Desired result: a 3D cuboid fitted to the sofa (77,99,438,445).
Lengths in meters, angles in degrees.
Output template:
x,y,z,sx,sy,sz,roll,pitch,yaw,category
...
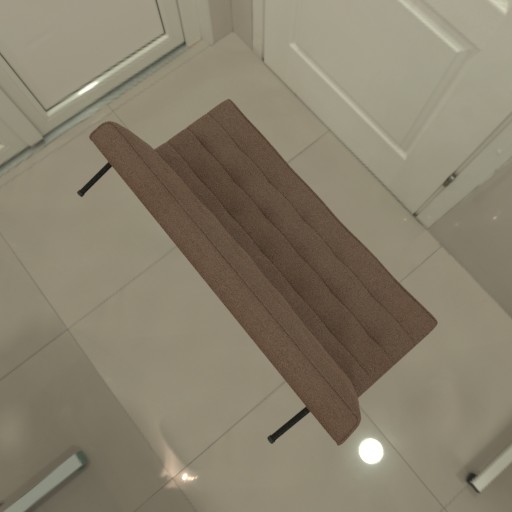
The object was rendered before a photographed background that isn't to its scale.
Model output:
x,y,z,sx,sy,sz,roll,pitch,yaw,category
0.000,0.000,2.366,1.038,0.810,1.820,-38,78,-9,sofa
